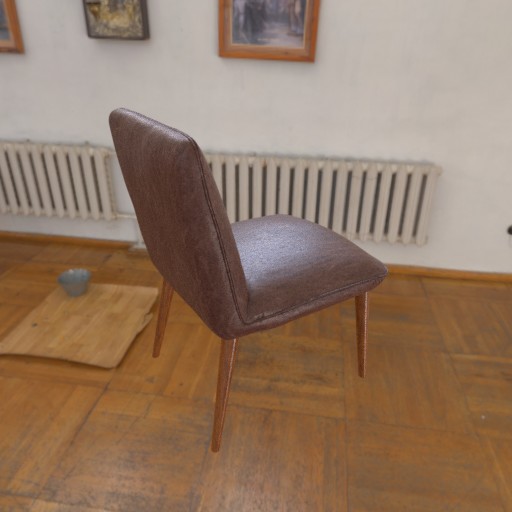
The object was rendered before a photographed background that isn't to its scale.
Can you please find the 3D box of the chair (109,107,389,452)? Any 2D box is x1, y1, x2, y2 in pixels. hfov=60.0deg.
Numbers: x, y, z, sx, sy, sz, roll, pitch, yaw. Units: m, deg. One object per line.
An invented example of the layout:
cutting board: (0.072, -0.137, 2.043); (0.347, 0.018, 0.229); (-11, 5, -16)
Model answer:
chair: (0.000, 0.000, 1.262); (0.645, 0.803, 0.543); (-18, 32, -32)
